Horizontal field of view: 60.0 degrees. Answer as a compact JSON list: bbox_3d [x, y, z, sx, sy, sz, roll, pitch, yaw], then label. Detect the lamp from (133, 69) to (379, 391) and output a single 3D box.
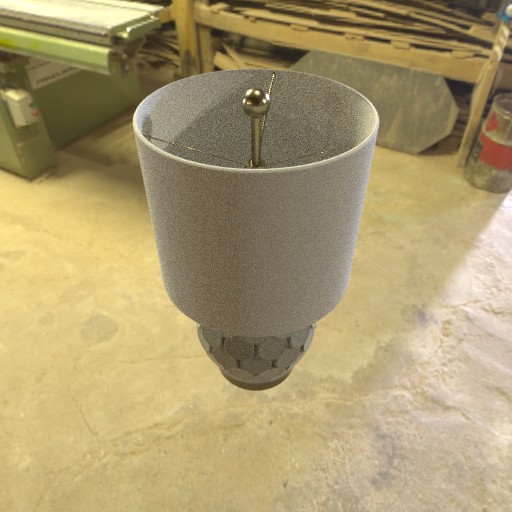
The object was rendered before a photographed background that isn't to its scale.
[{"bbox_3d":[0.000,0.000,0.600,0.254,0.452,0.254,0,41,0],"label":"lamp"}]
